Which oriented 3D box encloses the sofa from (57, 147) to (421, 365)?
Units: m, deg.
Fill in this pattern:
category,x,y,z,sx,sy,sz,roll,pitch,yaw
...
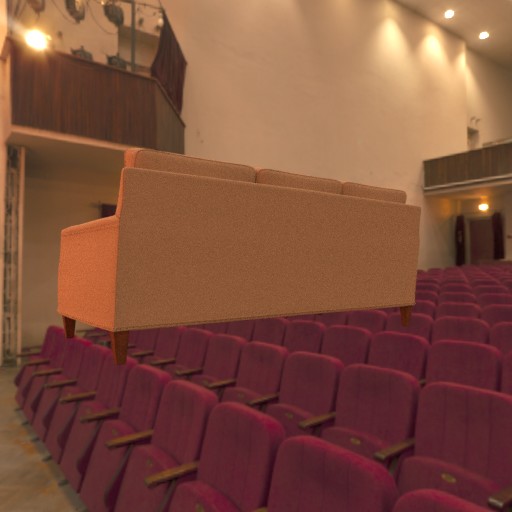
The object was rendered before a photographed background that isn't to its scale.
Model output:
category,x,y,z,sx,sy,sz,roll,pitch,yaw
sofa,0.000,0.000,2.936,2.246,1.003,1.084,1,-1,-36
